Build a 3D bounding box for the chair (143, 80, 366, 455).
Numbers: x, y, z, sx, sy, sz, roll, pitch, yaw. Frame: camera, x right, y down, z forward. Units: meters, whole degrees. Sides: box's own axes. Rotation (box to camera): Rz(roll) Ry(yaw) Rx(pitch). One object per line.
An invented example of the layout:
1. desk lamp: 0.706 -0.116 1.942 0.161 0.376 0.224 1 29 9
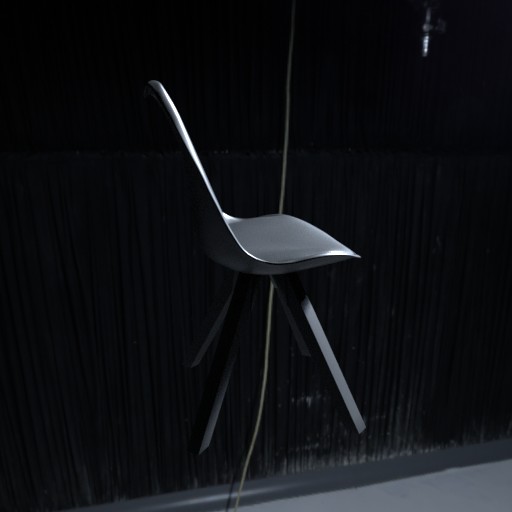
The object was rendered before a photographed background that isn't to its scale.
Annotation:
1. chair: 0.000 0.000 1.187 0.530 0.850 0.485 -3 17 -10
